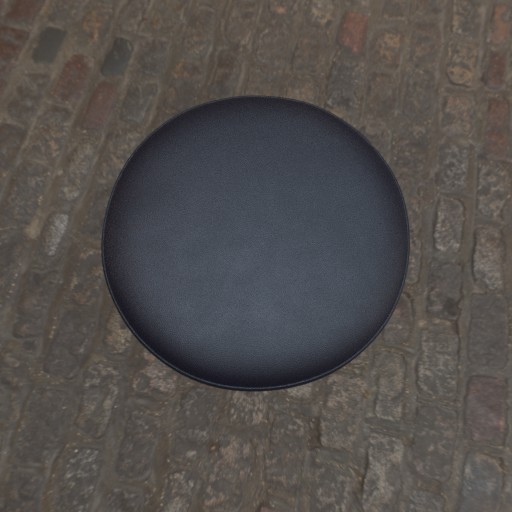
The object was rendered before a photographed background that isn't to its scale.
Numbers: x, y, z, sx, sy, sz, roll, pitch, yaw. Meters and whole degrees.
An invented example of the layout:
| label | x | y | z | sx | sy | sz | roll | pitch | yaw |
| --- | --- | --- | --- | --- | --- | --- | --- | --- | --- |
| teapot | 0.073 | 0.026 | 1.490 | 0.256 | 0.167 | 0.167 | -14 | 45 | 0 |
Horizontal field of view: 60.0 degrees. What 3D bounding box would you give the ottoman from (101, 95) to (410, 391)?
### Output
| label | x | y | z | sx | sy | sz | roll | pitch | yaw |
| --- | --- | --- | --- | --- | --- | --- | --- | --- | --- |
| ottoman | 0.000 | 0.000 | 0.875 | 0.501 | 0.409 | 0.501 | 0 | 76 | 0 |
